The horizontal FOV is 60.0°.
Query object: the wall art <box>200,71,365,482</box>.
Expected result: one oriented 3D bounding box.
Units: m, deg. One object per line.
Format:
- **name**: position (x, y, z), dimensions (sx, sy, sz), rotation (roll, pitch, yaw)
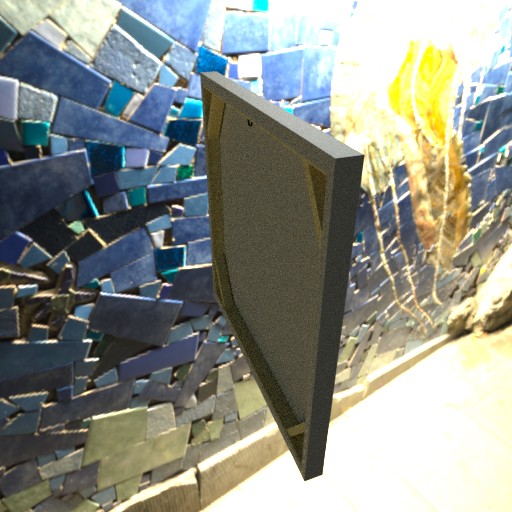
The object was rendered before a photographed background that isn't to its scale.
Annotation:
- **wall art**: position (0.000, 0.000, 0.900), dimensions (0.038, 0.610, 0.610), rotation (-11, 33, -17)
